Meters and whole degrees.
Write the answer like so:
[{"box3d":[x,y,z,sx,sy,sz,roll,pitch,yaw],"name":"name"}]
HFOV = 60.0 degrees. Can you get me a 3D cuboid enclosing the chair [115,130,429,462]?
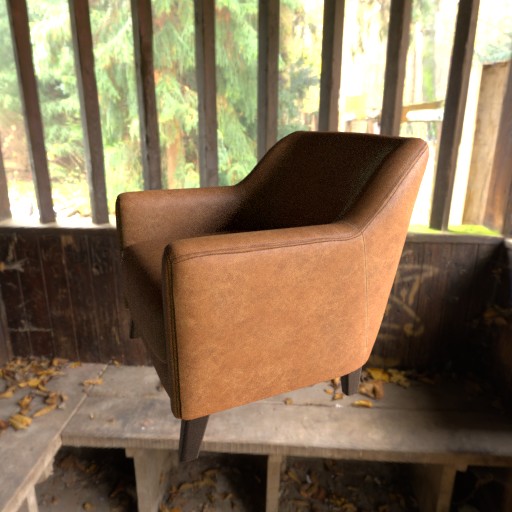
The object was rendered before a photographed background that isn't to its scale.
[{"box3d":[0.000,0.000,1.846,1.034,0.980,1.037,-8,19,-24],"name":"chair"}]
